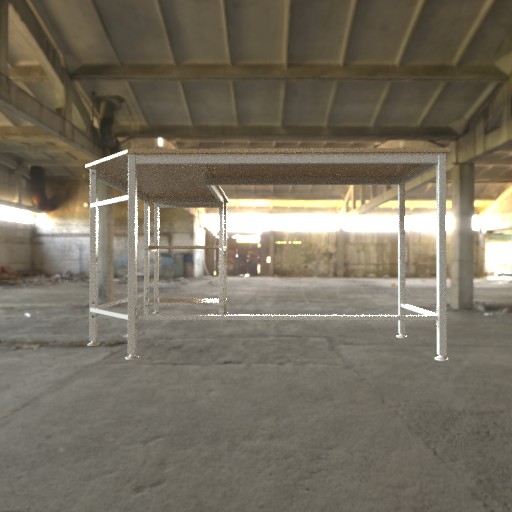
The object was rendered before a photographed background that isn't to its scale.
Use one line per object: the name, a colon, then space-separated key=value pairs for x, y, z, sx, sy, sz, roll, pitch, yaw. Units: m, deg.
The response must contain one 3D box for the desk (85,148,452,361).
desk: x=0.000 y=0.000 z=2.234 sx=1.379 sy=0.739 sz=1.379 roll=0 pitch=0 yaw=1
